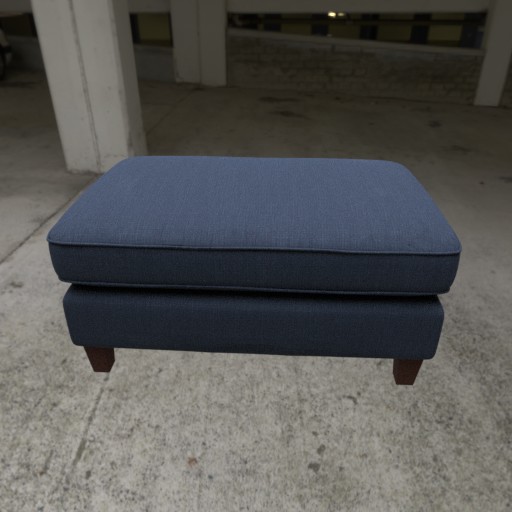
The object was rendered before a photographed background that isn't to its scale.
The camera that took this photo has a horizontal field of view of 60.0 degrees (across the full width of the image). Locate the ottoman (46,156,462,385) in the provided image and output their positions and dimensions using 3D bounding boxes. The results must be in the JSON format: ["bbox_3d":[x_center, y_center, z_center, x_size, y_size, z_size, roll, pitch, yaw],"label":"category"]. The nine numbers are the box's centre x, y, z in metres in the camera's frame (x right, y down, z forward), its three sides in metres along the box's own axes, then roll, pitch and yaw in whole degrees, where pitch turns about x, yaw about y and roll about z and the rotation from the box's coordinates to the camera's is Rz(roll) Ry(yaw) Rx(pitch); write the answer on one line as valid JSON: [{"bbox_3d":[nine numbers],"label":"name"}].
[{"bbox_3d":[0.000,0.000,1.208,0.885,0.438,0.570,2,30,3],"label":"ottoman"}]
